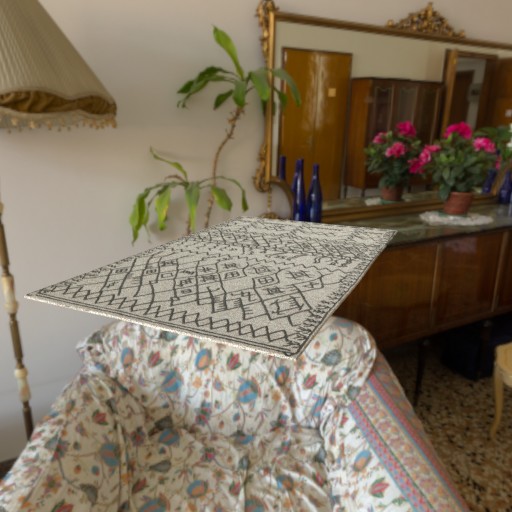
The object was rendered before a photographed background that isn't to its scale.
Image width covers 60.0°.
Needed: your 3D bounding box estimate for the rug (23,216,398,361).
[{"bbox_3d":[0.000,0.000,4.784,2.393,0.019,3.824,8,18,25],"label":"rug"}]
